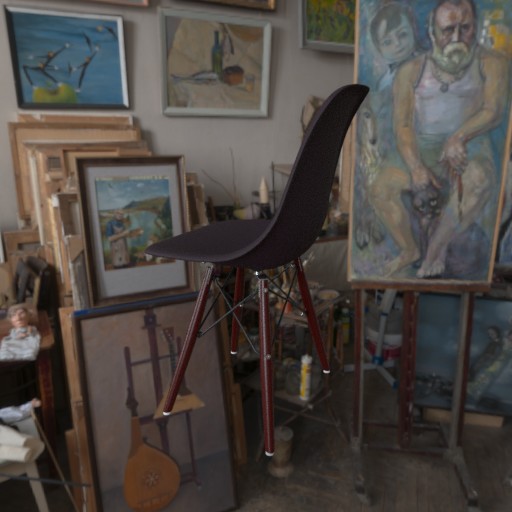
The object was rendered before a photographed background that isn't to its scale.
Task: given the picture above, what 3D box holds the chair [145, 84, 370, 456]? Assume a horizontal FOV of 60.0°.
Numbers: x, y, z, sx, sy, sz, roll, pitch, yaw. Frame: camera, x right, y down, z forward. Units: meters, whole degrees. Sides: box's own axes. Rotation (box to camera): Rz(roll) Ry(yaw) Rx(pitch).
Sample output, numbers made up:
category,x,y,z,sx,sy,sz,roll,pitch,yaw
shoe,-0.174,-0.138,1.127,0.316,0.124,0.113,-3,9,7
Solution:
category,x,y,z,sx,sy,sz,roll,pitch,yaw
chair,0.000,0.000,1.177,0.533,0.826,0.470,7,17,24
